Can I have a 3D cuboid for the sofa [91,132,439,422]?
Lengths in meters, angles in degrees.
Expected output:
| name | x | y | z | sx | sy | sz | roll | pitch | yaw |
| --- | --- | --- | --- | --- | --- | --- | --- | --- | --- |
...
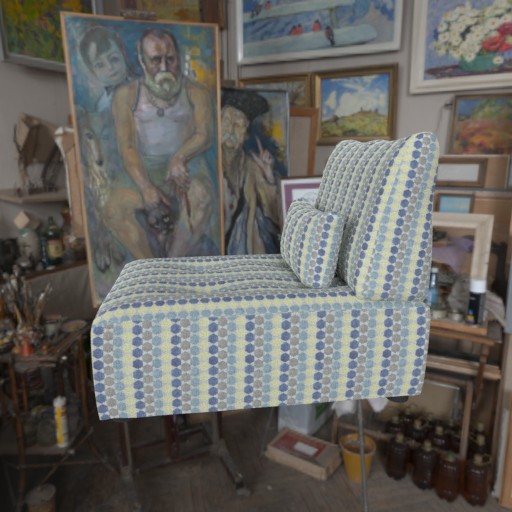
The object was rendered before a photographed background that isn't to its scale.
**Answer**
| name | x | y | z | sx | sy | sz | roll | pitch | yaw |
| --- | --- | --- | --- | --- | --- | --- | --- | --- | --- |
| sofa | 0.000 | 0.000 | 1.563 | 1.000 | 0.820 | 0.700 | -2 | 13 | -8 |
